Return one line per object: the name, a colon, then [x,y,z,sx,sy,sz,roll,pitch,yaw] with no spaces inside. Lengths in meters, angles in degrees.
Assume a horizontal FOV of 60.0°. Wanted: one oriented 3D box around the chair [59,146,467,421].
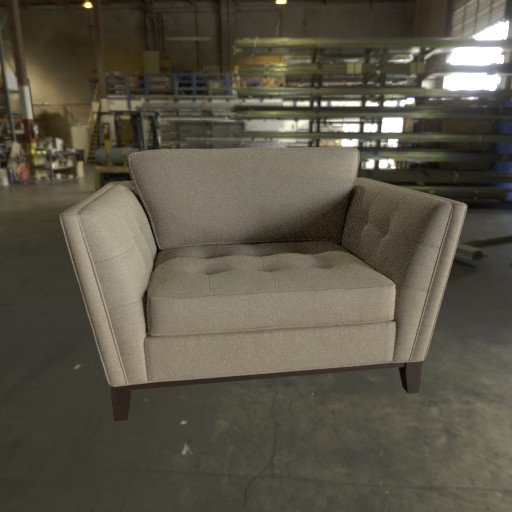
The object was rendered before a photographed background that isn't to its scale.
chair: [0.000,0.000,2.015,1.397,0.940,0.965,-2,16,-8]
